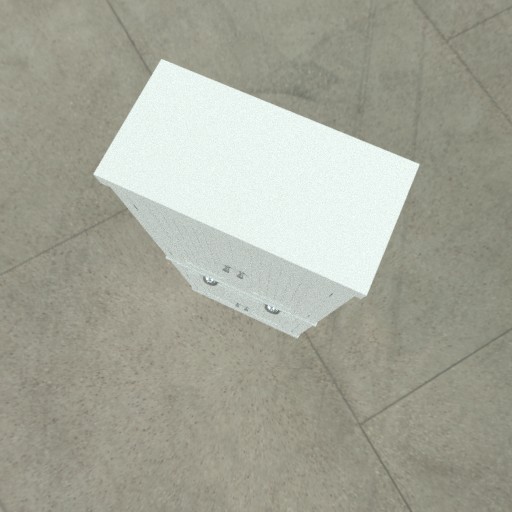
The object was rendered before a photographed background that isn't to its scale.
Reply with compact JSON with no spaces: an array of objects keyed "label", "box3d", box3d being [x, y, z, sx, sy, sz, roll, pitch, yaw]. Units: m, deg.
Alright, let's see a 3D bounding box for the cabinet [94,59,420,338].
[{"label":"cabinet","box3d":[0.000,0.000,2.029,0.754,1.829,0.390,24,77,6]}]
